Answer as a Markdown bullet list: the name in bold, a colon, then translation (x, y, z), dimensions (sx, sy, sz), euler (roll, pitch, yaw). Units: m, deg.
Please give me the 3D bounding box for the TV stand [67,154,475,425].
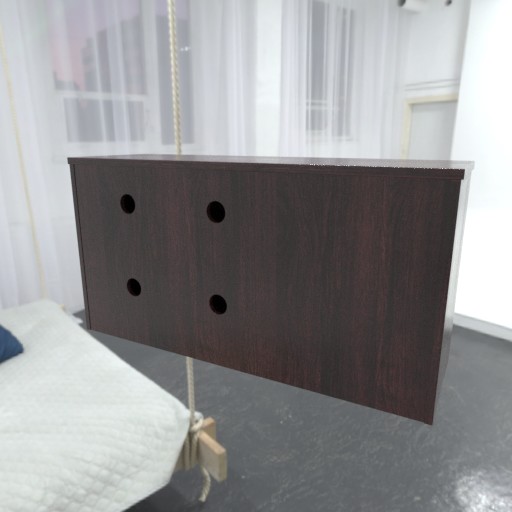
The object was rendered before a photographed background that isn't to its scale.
- **TV stand**: translation (0.000, 0.000, 1.433), dimensions (1.192, 0.614, 0.404), euler (8, 17, 27)
